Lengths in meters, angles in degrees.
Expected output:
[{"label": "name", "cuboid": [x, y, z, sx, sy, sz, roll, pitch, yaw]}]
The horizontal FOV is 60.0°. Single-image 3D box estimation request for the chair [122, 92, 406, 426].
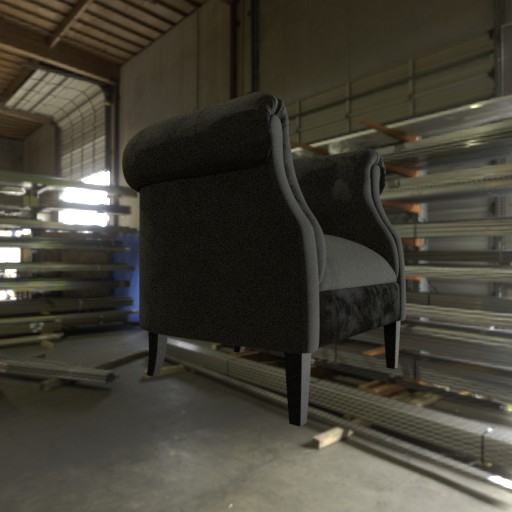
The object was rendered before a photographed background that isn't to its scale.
[{"label": "chair", "cuboid": [0.000, 0.000, 1.582, 0.851, 0.826, 0.904, 0, -1, 36]}]
